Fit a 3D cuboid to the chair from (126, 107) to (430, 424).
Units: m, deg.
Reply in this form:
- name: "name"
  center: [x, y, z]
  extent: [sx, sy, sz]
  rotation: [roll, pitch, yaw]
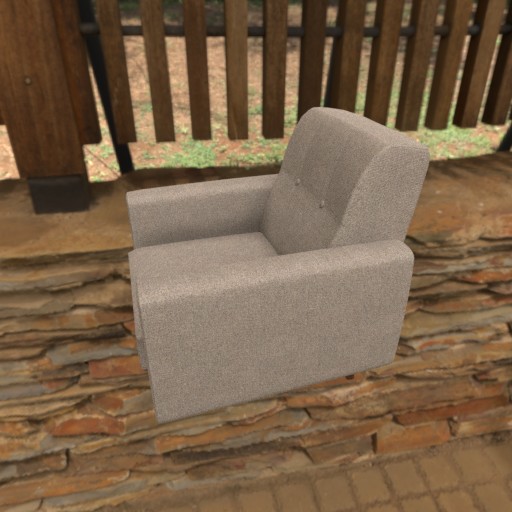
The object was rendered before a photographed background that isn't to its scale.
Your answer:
- name: "chair"
  center: [0.000, 0.000, 1.689]
  extent: [0.942, 0.968, 0.845]
  rotation: [-8, 31, -14]
